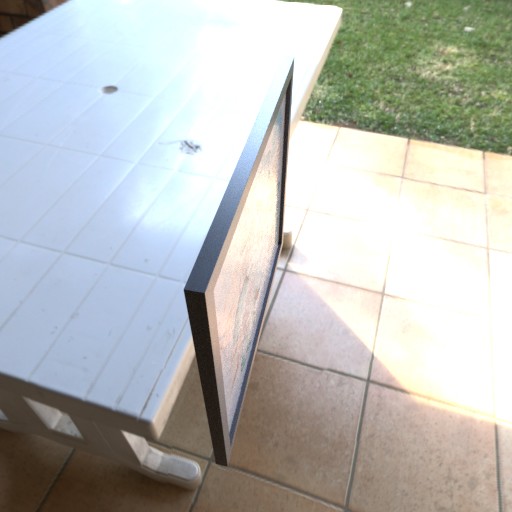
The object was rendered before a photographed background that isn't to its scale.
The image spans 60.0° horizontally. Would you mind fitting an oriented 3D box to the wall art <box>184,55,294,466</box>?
[{"bbox_3d":[0.000,0.000,0.923,0.026,0.558,0.660,9,47,8],"label":"wall art"}]
